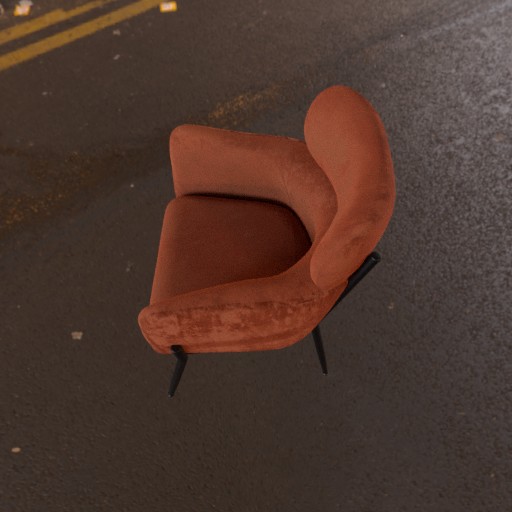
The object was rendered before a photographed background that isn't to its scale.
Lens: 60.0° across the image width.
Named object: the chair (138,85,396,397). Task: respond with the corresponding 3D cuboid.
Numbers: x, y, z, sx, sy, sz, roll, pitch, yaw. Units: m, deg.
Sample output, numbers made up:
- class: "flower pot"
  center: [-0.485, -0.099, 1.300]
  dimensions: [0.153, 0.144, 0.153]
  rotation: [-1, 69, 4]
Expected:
- class: "chair"
  center: [0.000, 0.000, 1.140]
  dimensions: [0.523, 0.772, 0.561]
  rotation: [1, 59, 1]
